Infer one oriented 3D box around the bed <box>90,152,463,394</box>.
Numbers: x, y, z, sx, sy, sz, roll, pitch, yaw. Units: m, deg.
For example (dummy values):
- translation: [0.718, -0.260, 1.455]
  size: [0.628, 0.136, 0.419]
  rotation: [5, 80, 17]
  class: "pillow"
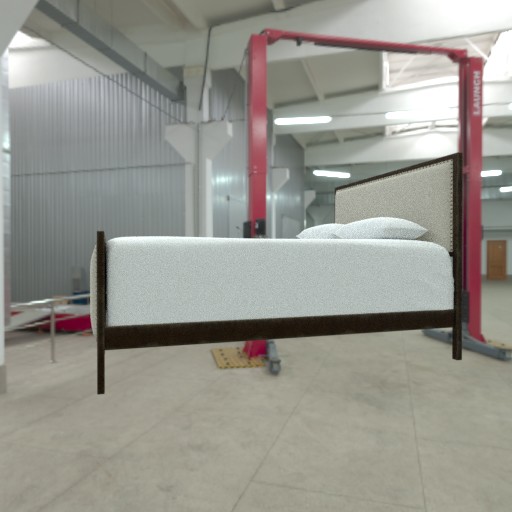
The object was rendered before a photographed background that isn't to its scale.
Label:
- translation: [0.000, 0.000, 3.218]
  size: [2.221, 1.313, 1.607]
  rotation: [0, 0, -18]
  class: "bed"
